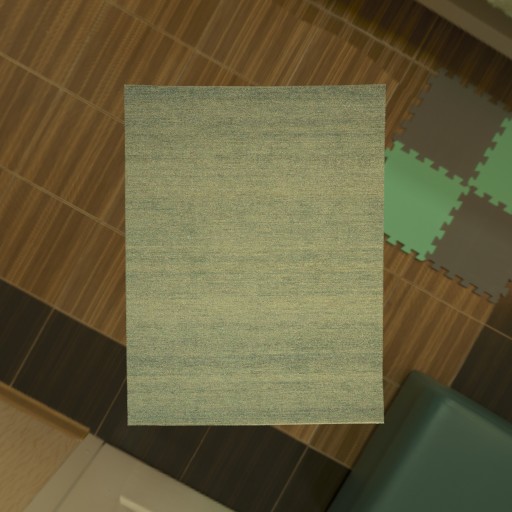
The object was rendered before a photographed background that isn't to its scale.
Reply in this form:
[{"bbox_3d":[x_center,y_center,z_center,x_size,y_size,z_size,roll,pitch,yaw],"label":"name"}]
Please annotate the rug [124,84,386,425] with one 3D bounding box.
[{"bbox_3d":[0.000,0.000,4.194,2.461,0.046,3.237,0,91,-1],"label":"rug"}]
